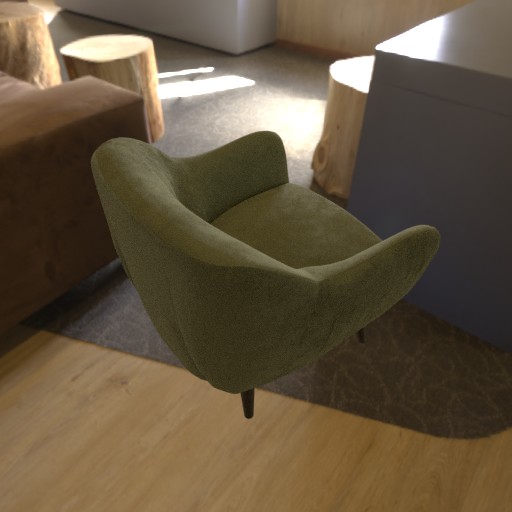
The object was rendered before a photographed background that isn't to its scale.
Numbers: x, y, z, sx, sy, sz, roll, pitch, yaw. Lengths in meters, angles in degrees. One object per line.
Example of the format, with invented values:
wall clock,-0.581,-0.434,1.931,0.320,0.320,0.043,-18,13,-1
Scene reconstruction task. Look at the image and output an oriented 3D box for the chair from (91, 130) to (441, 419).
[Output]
chair,0.000,0.000,1.503,0.819,0.804,0.840,-25,47,-26
